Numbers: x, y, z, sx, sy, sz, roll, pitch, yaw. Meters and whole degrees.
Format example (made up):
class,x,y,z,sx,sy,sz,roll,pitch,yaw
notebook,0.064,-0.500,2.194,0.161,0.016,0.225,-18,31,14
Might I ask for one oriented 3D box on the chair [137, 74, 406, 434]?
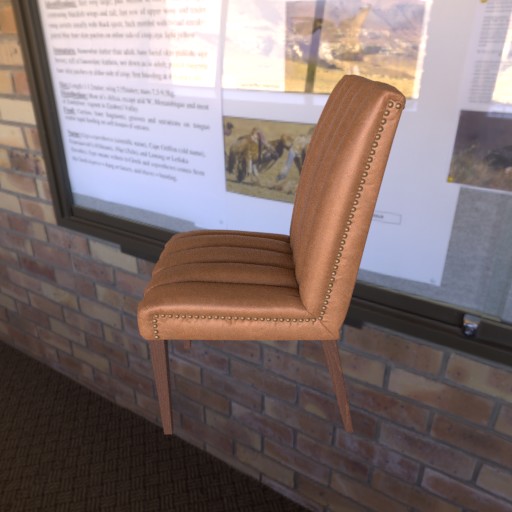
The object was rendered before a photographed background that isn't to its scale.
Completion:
class,x,y,z,sx,sy,sz,roll,pitch,yaw
chair,0.000,0.000,1.363,0.647,1.016,0.511,0,26,0
